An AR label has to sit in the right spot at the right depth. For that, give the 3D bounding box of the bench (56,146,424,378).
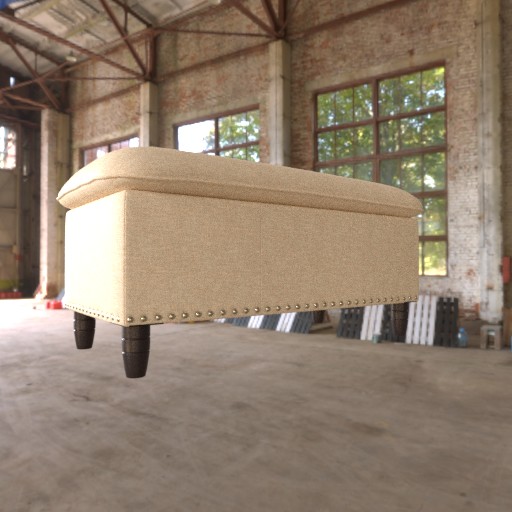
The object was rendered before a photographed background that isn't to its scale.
[{"bbox_3d":[0.000,0.000,1.262,0.991,0.483,0.483,1,-1,-36],"label":"bench"}]
